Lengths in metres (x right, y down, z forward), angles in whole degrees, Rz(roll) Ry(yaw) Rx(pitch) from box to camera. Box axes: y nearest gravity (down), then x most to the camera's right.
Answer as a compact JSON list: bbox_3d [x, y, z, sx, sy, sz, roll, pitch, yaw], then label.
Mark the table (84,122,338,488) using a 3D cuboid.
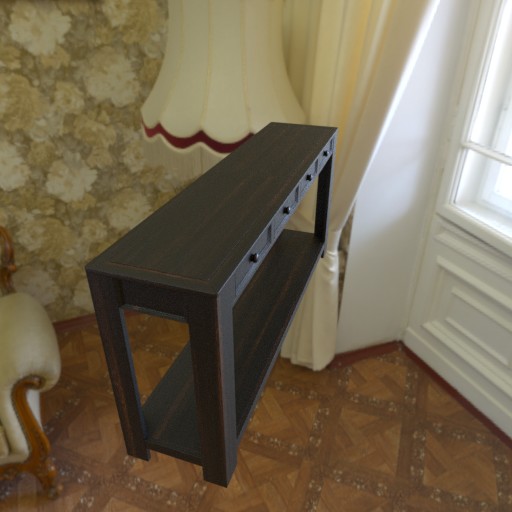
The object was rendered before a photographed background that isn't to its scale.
[{"bbox_3d":[0.000,0.000,1.946,0.384,0.762,1.631,10,32,16],"label":"table"}]
